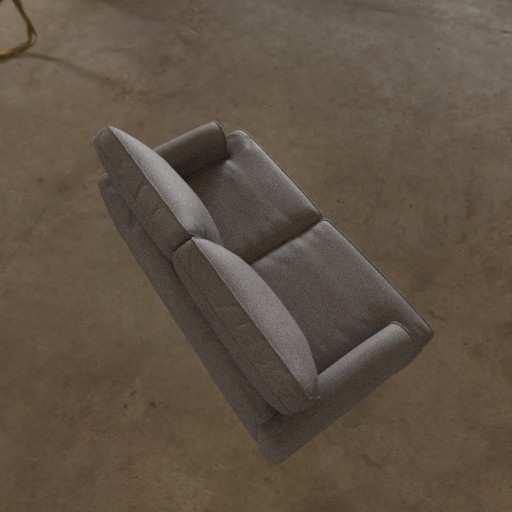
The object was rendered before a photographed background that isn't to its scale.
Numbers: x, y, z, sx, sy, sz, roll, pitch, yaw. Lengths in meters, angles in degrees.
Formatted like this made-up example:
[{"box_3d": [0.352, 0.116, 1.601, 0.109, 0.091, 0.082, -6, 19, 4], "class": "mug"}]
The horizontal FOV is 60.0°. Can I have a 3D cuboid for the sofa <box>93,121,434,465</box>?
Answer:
[{"box_3d": [0.000, 0.000, 2.223, 0.965, 0.965, 1.651, -31, 65, -17], "class": "sofa"}]
